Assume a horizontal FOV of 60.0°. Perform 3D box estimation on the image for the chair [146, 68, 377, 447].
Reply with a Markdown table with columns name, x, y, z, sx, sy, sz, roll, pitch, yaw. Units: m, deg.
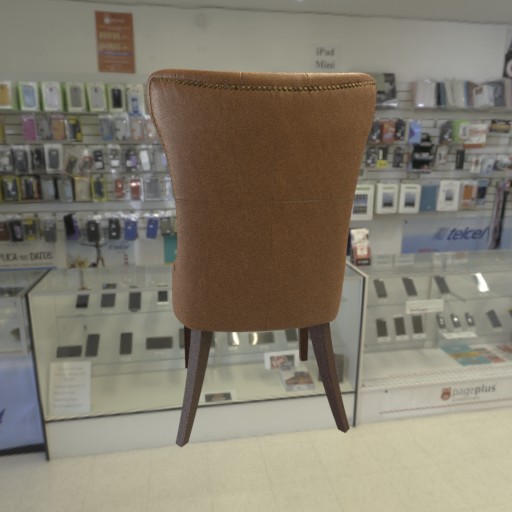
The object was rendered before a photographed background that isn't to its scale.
| name | x | y | z | sx | sy | sz | roll | pitch | yaw |
| --- | --- | --- | --- | --- | --- | --- | --- | --- | --- |
| chair | 0.000 | 0.000 | 1.453 | 0.611 | 1.065 | 0.669 | -2 | 14 | -7 |
